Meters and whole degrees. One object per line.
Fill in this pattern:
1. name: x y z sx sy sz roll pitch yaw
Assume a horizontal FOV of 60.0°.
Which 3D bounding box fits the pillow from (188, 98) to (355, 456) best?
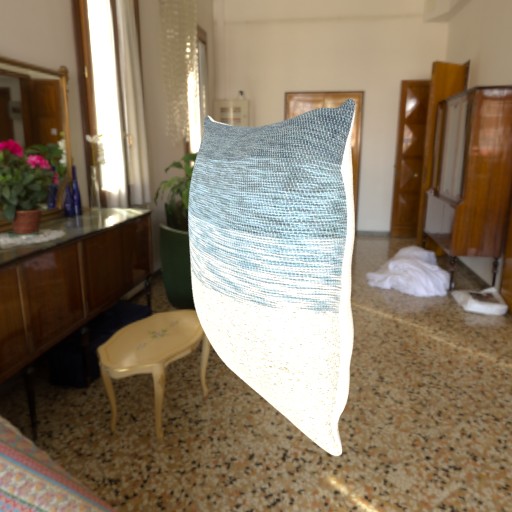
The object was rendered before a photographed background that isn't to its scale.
1. pillow: 0.000 0.000 0.690 0.182 0.441 0.440 -7 15 -26
